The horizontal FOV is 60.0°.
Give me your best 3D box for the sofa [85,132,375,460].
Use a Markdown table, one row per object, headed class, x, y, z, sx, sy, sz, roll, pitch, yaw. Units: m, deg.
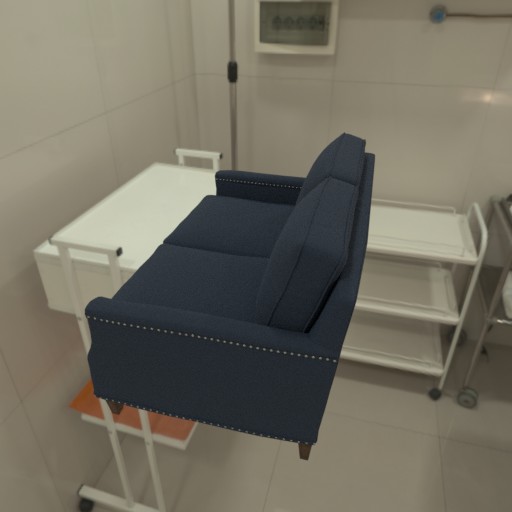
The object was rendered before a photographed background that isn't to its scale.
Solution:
| class | x | y | z | sx | sy | sz | roll | pitch | yaw |
| --- | --- | --- | --- | --- | --- | --- | --- | --- | --- |
| sofa | 0.000 | 0.000 | 2.308 | 1.084 | 1.003 | 1.597 | 8 | 32 | 13 |
